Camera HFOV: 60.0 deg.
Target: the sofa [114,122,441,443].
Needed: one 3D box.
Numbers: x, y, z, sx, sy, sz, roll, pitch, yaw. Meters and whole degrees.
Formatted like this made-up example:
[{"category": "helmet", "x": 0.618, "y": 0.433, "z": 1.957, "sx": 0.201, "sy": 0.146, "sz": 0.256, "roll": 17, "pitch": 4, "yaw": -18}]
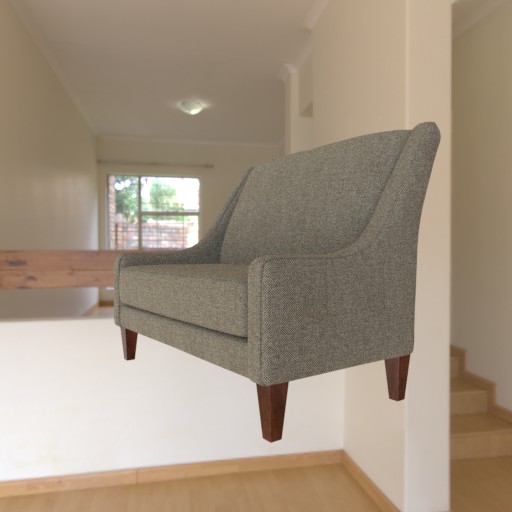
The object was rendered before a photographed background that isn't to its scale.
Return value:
[{"category": "sofa", "x": 0.000, "y": 0.000, "z": 1.918, "sx": 0.870, "sy": 1.021, "sz": 1.242, "roll": -1, "pitch": 1, "yaw": -36}]
